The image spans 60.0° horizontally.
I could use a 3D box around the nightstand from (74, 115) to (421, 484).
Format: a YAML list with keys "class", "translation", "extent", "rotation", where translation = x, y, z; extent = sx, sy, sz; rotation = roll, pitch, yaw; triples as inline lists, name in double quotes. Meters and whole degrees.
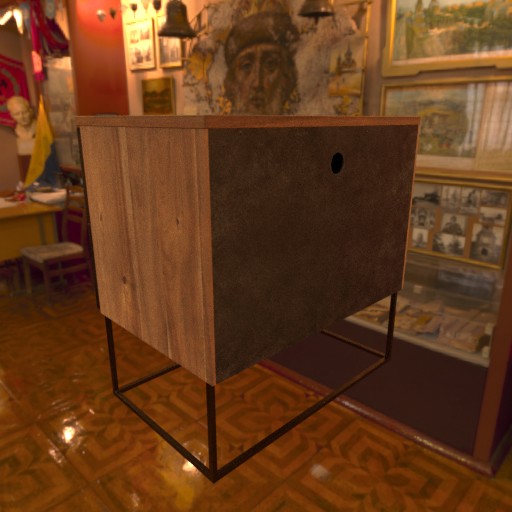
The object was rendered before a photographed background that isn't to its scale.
- class: "nightstand"
  translation: [0.000, 0.000, 1.017]
  extent: [0.605, 0.611, 0.427]
  rotation: [-16, 23, -42]
